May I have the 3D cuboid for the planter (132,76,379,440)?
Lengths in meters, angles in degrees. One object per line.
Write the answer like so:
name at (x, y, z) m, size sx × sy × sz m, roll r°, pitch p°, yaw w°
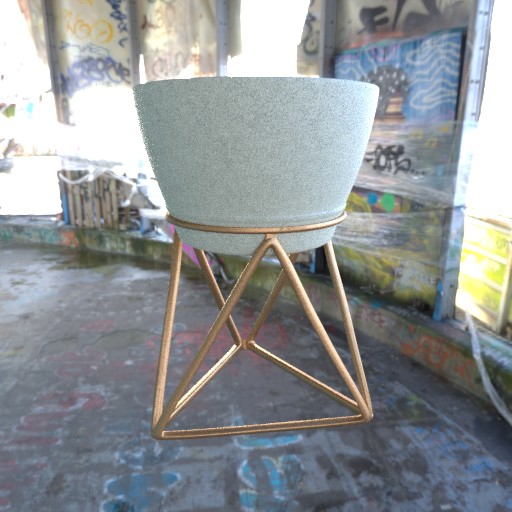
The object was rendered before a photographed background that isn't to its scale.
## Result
planter at (0.000, 0.000, 0.716) m, size 0.350 × 0.504 × 0.350 m, roll -2°, pitch 16°, yaw -8°
